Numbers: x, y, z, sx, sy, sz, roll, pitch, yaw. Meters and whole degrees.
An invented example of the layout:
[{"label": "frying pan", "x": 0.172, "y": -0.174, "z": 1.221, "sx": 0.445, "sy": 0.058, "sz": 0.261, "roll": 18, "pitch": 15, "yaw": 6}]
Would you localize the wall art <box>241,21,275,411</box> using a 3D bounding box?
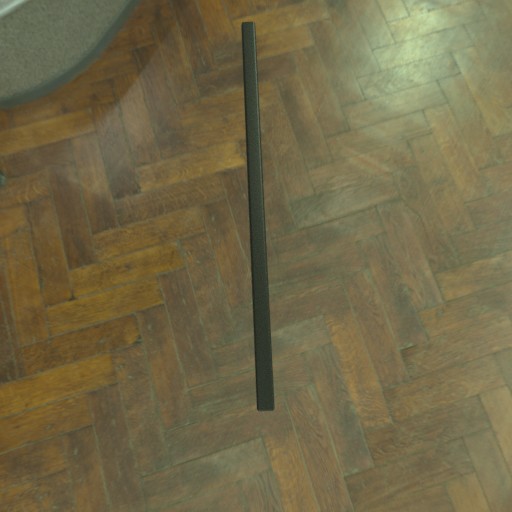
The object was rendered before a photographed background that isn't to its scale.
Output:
[{"label": "wall art", "x": 0.000, "y": 0.000, "z": 0.799, "sx": 0.018, "sy": 0.582, "sz": 0.481, "roll": -2, "pitch": 76, "yaw": -1}]
